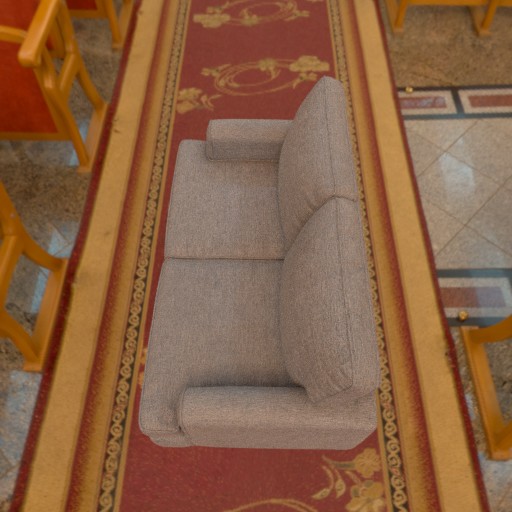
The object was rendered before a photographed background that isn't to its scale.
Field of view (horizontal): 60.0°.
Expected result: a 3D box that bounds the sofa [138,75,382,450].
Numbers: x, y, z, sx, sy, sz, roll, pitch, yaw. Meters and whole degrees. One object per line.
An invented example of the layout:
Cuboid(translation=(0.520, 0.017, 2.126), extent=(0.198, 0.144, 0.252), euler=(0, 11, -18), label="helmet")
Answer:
Cuboid(translation=(0.000, 0.000, 2.153), extent=(0.965, 0.965, 1.651), euler=(1, 59, 1), label="sofa")
